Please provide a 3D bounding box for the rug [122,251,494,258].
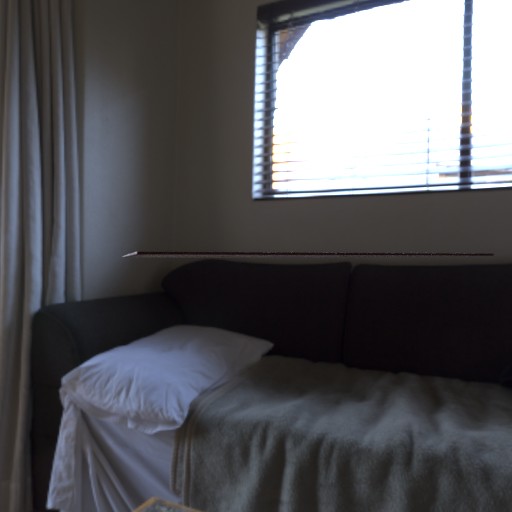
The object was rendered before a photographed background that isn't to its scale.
[{"bbox_3d":[0.000,0.000,2.857,1.599,0.011,2.210,0,0,-18],"label":"rug"}]
